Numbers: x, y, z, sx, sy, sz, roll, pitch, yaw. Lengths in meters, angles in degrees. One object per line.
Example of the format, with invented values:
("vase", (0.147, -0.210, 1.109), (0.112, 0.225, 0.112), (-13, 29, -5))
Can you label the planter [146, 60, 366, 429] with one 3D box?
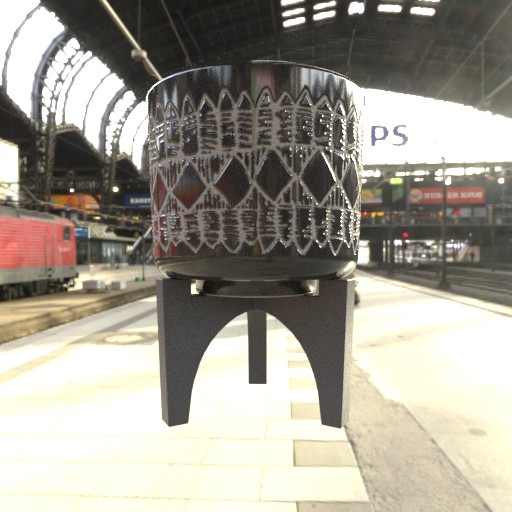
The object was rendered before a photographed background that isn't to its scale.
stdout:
("planter", (0.000, 0.000, 0.522), (0.251, 0.355, 0.251), (0, 0, 1))
